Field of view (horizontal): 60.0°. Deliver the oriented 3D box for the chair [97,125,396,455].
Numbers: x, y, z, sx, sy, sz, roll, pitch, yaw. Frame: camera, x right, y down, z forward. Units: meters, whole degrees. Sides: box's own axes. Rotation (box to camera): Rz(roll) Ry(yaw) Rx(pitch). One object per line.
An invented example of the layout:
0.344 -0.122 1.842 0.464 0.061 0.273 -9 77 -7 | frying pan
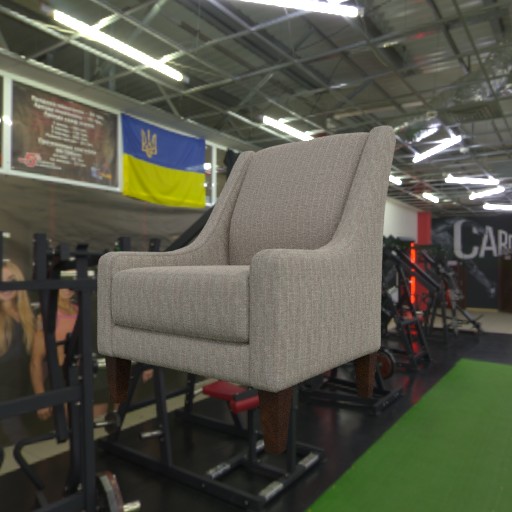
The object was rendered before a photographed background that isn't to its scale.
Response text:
0.000 0.000 1.631 0.774 1.014 0.870 0 -1 37 | chair
